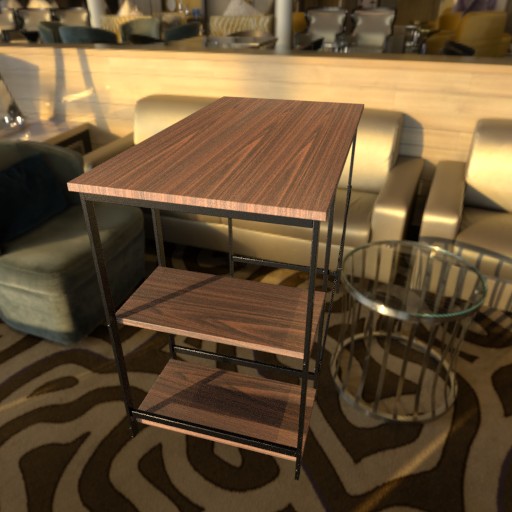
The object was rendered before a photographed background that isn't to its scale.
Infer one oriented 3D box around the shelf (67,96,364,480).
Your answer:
[{"bbox_3d":[0.000,0.000,1.354,0.498,0.750,0.902,8,31,14],"label":"shelf"}]
